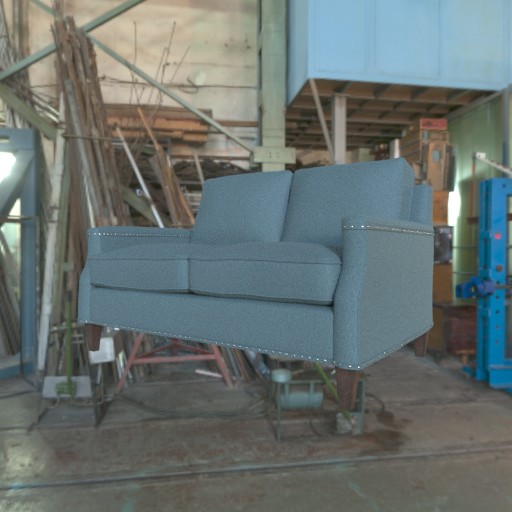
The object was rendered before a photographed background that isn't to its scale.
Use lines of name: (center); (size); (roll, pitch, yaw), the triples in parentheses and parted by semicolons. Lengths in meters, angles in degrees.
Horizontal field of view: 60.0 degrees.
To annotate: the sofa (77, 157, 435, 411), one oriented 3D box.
sofa: (0.000, 0.000, 2.306); (1.597, 1.003, 1.084); (1, 2, 36)
